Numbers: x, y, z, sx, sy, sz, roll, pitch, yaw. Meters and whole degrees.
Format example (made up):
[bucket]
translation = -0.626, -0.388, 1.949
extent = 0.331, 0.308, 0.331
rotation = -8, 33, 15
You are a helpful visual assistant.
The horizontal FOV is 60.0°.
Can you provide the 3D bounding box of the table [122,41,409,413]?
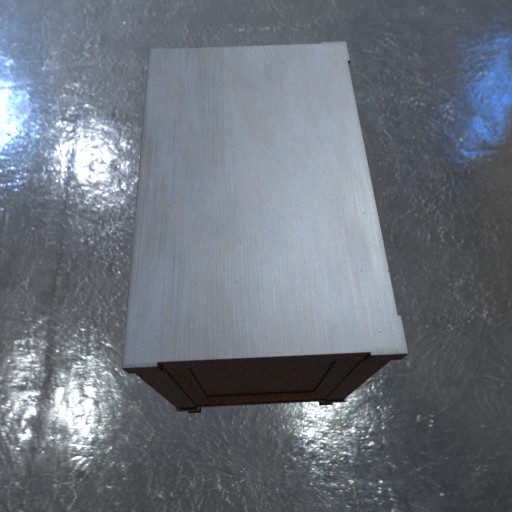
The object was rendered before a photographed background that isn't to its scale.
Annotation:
[table]
translation = 0.000, 0.000, 1.072
extent = 0.413, 0.660, 0.660
rotation = -2, 64, -1
